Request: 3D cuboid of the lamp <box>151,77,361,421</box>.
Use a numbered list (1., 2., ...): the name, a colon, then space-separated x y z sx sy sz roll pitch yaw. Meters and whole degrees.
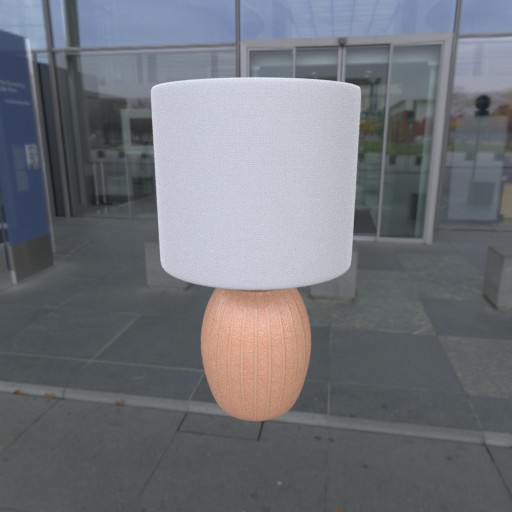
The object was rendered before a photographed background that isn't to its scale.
1. lamp: 0.000 0.000 0.780 0.329 0.570 0.329 0 15 0
